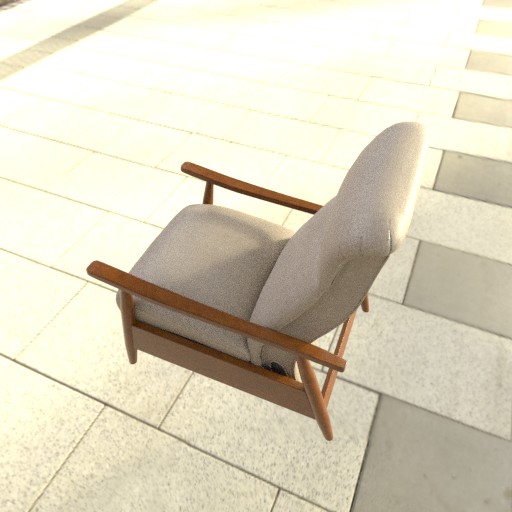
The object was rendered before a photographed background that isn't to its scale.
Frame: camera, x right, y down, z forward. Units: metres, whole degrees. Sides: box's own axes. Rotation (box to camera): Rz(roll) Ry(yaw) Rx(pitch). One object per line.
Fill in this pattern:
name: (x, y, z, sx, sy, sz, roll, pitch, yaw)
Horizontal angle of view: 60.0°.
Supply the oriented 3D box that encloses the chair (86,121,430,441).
chair: (0.000, 0.000, 1.770, 1.032, 1.082, 0.762, 16, 47, 15)
